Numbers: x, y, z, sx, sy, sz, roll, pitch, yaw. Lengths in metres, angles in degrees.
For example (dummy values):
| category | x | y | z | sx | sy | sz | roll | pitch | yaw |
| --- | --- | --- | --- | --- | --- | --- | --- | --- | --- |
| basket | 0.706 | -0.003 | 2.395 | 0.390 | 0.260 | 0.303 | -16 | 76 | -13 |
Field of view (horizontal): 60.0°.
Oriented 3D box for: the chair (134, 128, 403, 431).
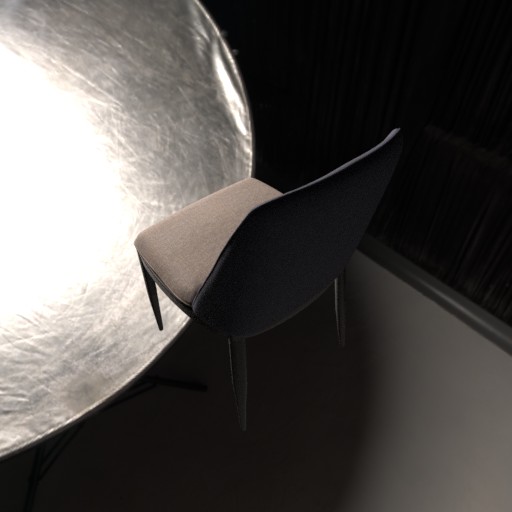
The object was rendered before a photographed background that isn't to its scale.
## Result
| category | x | y | z | sx | sy | sz | roll | pitch | yaw |
| --- | --- | --- | --- | --- | --- | --- | --- | --- | --- |
| chair | 0.000 | 0.000 | 1.177 | 0.480 | 0.839 | 0.551 | -32 | 53 | -28 |
